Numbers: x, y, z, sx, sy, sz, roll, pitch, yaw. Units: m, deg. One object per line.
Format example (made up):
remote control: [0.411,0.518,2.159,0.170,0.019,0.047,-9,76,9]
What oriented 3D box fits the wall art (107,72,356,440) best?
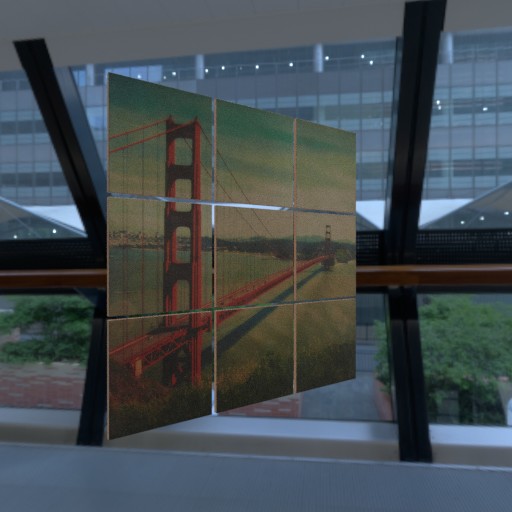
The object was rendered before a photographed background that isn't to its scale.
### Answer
wall art: [0.000,0.000,1.374,0.917,0.910,0.012,0,0,-37]
